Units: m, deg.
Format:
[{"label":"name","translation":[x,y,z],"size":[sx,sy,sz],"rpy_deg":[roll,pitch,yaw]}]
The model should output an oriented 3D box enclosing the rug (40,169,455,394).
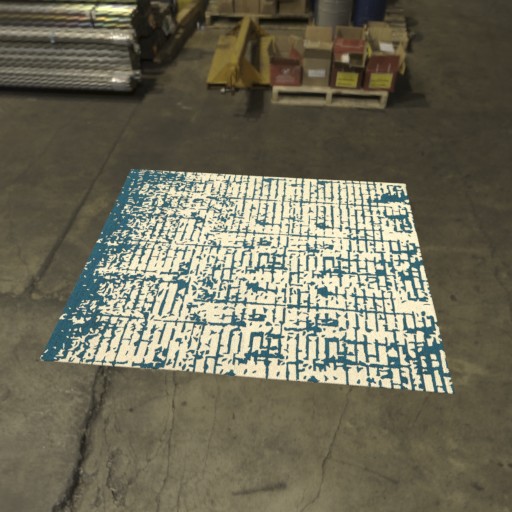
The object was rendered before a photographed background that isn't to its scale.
[{"label":"rug","translation":[0.000,0.000,4.031],"size":[3.017,0.014,2.416],"rpy_deg":[4,46,3]}]
